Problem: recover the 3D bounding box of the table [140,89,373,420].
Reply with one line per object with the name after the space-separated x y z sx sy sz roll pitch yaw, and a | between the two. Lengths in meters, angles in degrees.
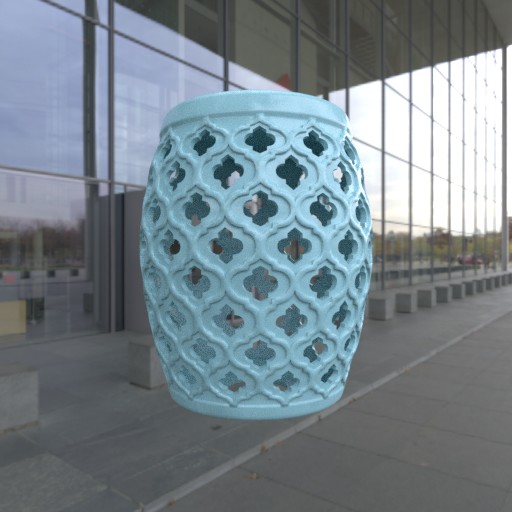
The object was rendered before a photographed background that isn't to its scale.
0.000 0.000 0.638 0.325 0.388 0.325 0 0 0 | table
